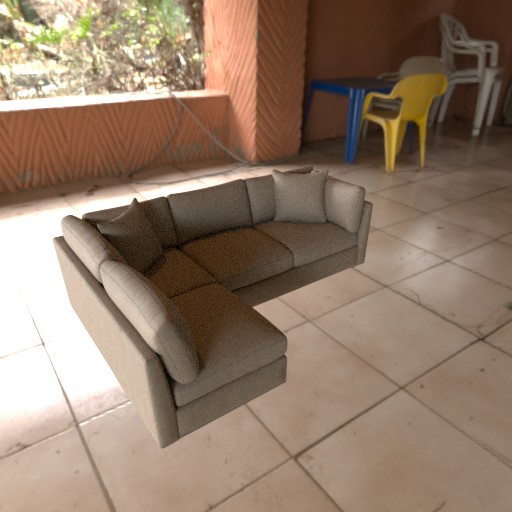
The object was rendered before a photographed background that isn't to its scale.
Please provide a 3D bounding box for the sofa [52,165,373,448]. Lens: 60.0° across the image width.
[{"bbox_3d":[0.000,0.000,3.919,2.896,0.978,1.994,-18,32,-31],"label":"sofa"}]
